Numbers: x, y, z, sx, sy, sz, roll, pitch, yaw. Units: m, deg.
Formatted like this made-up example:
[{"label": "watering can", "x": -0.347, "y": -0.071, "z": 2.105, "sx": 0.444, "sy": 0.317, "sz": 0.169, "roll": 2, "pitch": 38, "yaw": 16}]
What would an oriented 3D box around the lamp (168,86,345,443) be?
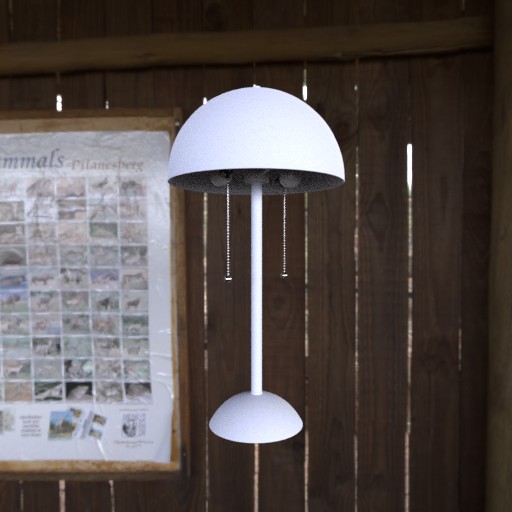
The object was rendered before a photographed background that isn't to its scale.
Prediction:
[{"label": "lamp", "x": 0.000, "y": 0.000, "z": 0.436, "sx": 0.171, "sy": 0.330, "sz": 0.171, "roll": 0, "pitch": 1, "yaw": 0}]
